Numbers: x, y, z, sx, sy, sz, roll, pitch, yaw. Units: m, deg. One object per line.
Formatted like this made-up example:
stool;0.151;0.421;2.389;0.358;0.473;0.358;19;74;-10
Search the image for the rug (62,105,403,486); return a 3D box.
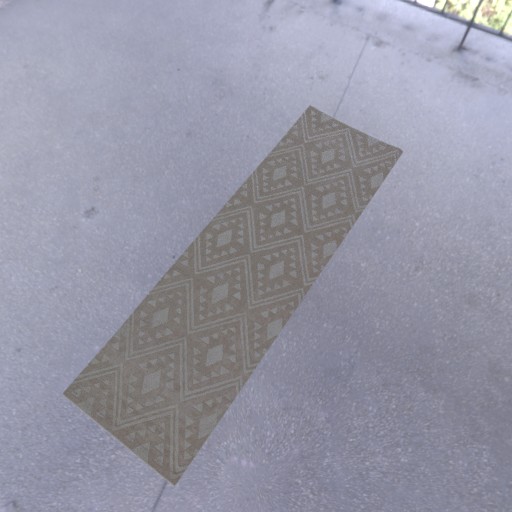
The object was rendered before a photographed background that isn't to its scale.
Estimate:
rug;0.000;0.000;2.648;0.752;0.051;2.452;31;67;15
